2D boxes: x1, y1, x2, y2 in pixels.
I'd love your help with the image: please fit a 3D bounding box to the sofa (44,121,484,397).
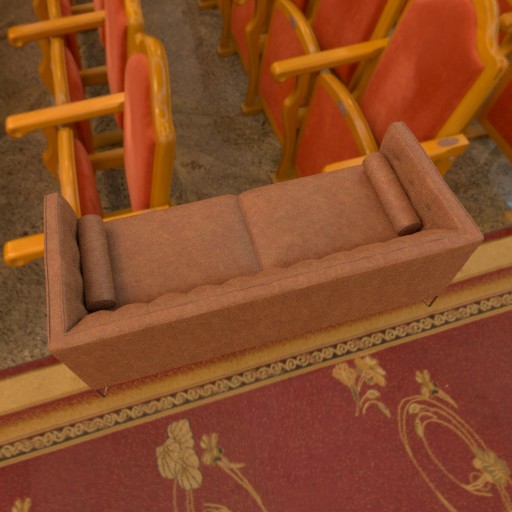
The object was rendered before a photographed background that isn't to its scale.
[{"bbox_3d":[0.000,0.000,2.544,2.079,0.798,0.912,-14,59,-9],"label":"sofa"}]
